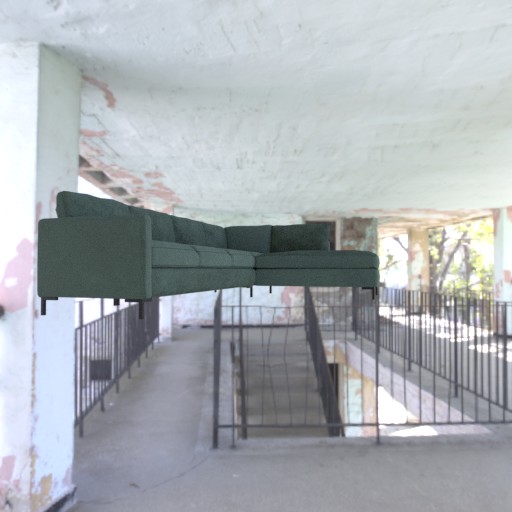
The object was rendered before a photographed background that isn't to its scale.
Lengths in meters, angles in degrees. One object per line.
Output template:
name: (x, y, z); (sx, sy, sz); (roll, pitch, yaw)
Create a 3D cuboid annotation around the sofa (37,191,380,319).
sofa: (0.000, 0.000, 3.280); (1.707, 0.687, 2.486); (-1, -2, 17)
